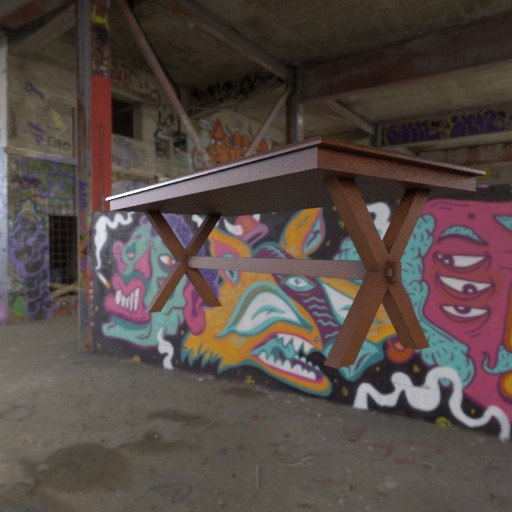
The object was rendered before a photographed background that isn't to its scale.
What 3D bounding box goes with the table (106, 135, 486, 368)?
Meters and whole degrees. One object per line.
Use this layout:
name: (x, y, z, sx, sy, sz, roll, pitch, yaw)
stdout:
table: (0.000, 0.000, 1.454, 0.594, 0.459, 1.197, -1, 1, -36)
